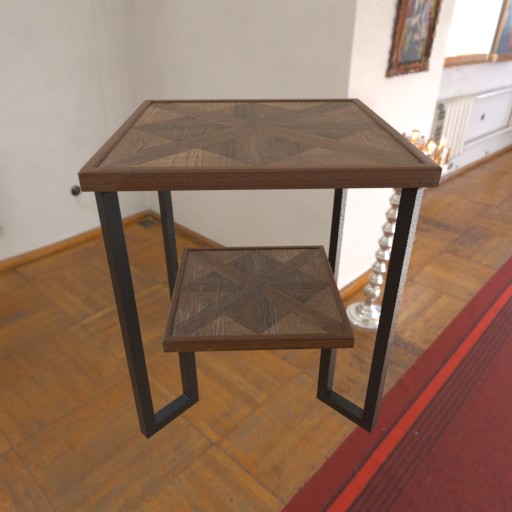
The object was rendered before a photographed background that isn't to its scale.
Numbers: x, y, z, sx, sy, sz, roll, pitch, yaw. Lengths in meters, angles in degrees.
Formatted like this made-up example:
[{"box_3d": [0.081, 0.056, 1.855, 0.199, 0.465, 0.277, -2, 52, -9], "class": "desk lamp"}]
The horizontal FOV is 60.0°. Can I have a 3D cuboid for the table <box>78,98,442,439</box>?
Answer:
[{"box_3d": [0.000, 0.000, 0.965, 0.503, 0.563, 0.503, -1, 30, -2], "class": "table"}]
